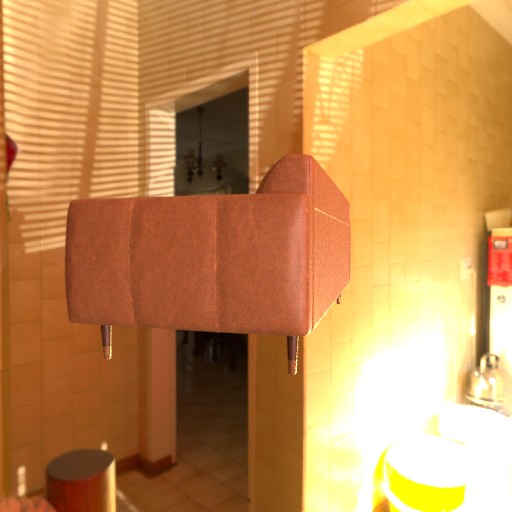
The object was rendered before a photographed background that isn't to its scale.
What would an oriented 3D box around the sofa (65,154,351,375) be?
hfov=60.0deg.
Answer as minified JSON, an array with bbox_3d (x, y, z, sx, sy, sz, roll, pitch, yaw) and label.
[{"bbox_3d":[0.000,0.000,2.687,0.990,0.821,2.291,1,2,16],"label":"sofa"}]
